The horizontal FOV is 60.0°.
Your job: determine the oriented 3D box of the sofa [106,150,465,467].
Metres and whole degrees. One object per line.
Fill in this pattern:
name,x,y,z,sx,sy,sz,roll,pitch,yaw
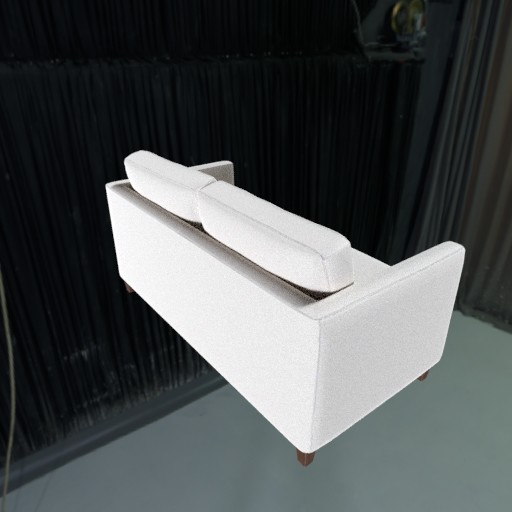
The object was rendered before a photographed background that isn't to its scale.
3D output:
sofa,0.000,0.000,2.251,0.873,0.888,1.722,-19,33,-33
